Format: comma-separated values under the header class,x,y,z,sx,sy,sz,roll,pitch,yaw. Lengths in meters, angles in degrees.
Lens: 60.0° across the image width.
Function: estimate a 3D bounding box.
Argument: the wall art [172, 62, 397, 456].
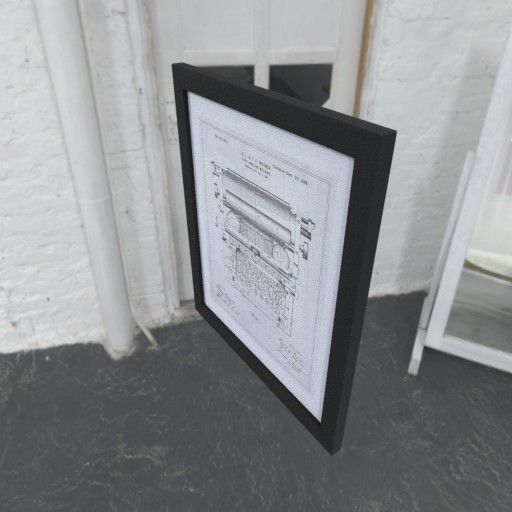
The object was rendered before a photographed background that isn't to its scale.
class,x,y,z,sx,sy,sz,roll,pitch,yaw
wall art,0.000,0.000,0.702,0.021,0.508,0.432,-22,39,-29
